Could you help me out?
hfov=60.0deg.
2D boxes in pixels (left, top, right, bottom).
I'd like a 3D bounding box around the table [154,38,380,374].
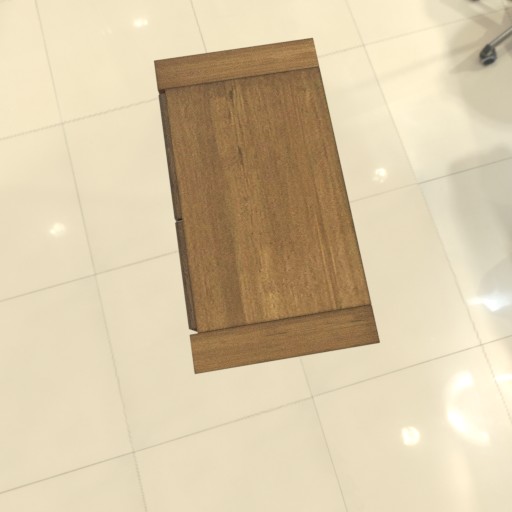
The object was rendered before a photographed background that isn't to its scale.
[{"bbox_3d":[0.000,0.000,2.455,0.600,2.000,1.100,-9,78,-2],"label":"table"}]
